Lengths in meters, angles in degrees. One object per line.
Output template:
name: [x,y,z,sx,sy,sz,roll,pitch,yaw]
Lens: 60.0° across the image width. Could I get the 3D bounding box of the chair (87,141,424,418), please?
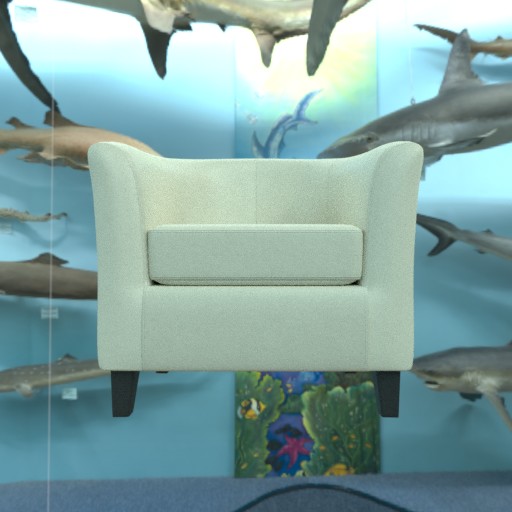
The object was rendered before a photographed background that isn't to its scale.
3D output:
chair: [0.000,0.000,1.355,0.792,0.756,0.727,0,-1,0]
